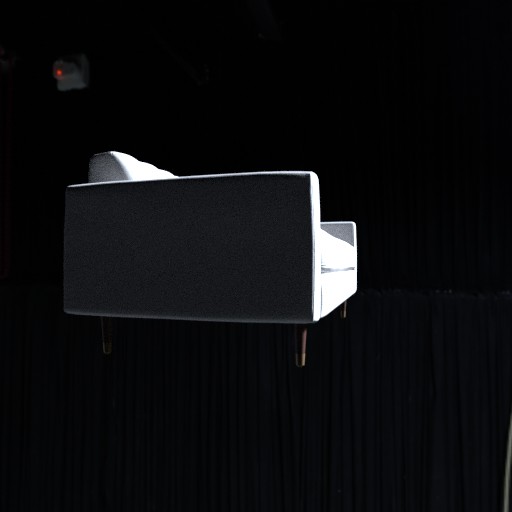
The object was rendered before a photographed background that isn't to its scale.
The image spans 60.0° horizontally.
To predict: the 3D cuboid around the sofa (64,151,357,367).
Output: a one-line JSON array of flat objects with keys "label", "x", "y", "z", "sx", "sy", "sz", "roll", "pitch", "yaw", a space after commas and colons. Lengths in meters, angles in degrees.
[{"label": "sofa", "x": 0.000, "y": 0.000, "z": 2.414, "sx": 0.969, "sy": 0.814, "sz": 1.895, "roll": 0, "pitch": -1, "yaw": 17}]
